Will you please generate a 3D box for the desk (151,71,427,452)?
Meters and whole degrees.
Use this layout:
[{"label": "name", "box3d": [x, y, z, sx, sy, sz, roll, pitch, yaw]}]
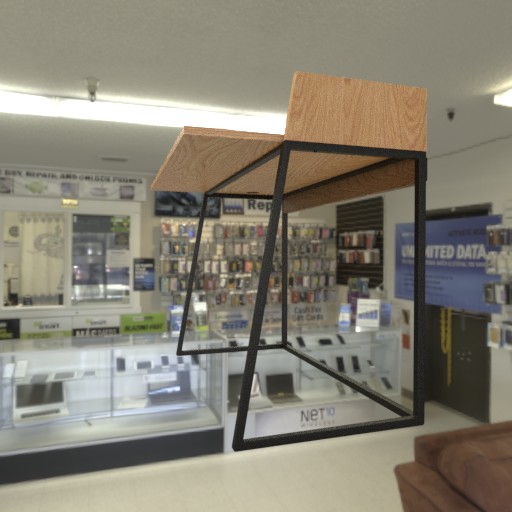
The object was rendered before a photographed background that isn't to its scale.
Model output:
[{"label": "desk", "box3d": [0.000, 0.000, 1.851, 0.769, 1.061, 1.191, 0, 1, -18]}]
